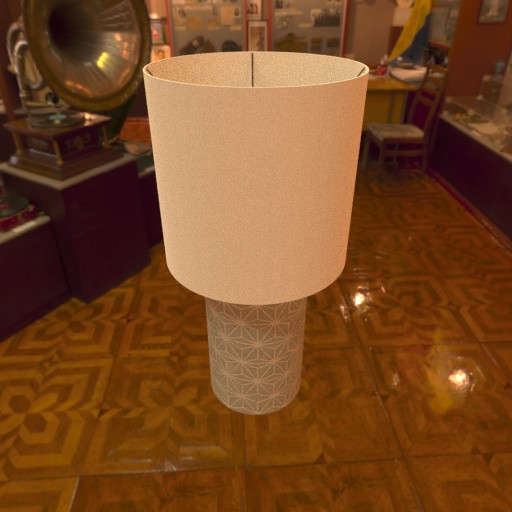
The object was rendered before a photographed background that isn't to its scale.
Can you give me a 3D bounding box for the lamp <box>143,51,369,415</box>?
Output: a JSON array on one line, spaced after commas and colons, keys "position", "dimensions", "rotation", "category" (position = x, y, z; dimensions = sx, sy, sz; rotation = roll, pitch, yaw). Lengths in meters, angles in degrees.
[{"position": [0.000, 0.000, 0.522], "dimensions": [0.206, 0.416, 0.206], "rotation": [-1, 31, -1], "category": "lamp"}]
